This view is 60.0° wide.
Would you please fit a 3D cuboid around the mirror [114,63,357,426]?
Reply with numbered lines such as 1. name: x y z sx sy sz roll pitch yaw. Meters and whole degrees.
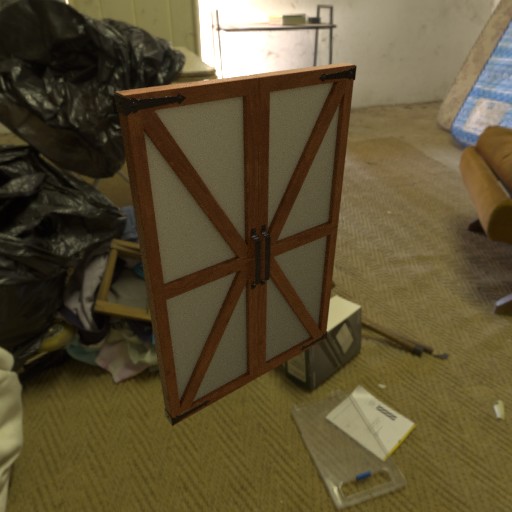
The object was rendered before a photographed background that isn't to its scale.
1. mirror: 0.000 0.000 1.002 0.517 0.761 0.053 -21 37 -31
